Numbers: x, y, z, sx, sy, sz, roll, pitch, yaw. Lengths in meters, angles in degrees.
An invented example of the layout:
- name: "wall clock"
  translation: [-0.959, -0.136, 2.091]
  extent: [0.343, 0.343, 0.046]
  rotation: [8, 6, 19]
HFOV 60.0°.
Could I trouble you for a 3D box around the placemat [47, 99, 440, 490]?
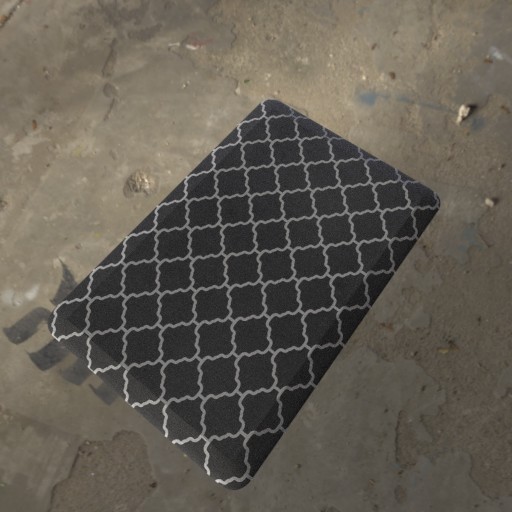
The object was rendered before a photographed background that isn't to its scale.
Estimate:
- name: "placemat"
  translation: [0.000, 0.000, 0.942]
  extent: [0.508, 0.021, 0.762]
  rotation: [35, 70, 15]
